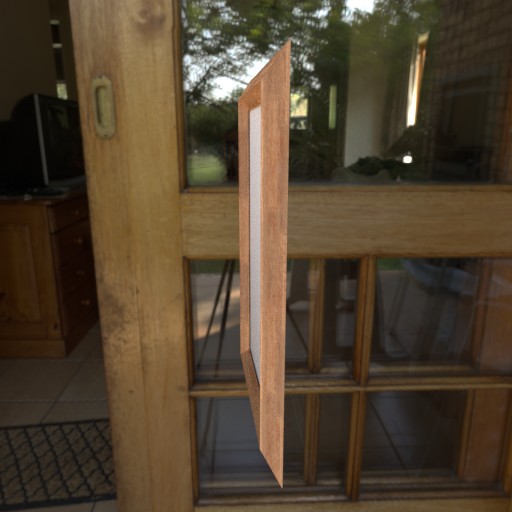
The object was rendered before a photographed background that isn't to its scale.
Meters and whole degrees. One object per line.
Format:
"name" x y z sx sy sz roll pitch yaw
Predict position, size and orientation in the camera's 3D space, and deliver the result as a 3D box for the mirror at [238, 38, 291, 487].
"mirror" 0.000 0.000 1.264 0.047 1.010 0.651 -2 15 -7
